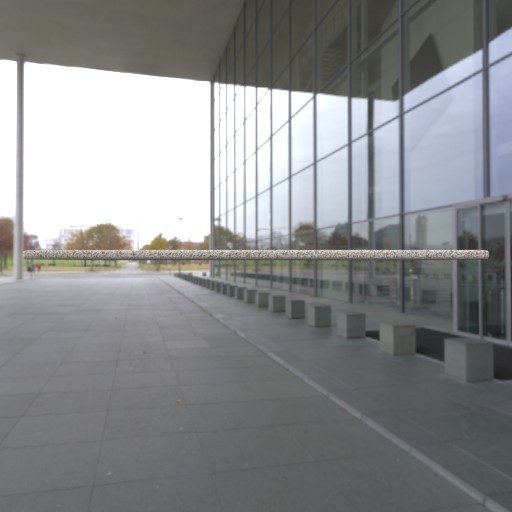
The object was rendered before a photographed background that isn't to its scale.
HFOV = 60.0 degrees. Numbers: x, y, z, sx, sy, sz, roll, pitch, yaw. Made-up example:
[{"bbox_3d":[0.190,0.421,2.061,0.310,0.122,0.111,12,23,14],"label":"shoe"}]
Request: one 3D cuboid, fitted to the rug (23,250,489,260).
[{"bbox_3d":[0.000,0.000,1.741,1.524,0.030,0.609,0,-1,0],"label":"rug"}]
